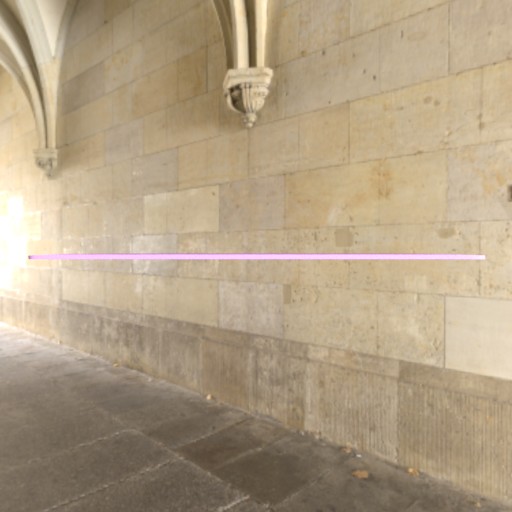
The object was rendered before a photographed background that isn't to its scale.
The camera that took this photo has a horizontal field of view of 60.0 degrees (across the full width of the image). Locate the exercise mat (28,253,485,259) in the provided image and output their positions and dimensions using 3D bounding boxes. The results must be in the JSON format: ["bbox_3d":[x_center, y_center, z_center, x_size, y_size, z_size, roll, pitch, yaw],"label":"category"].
[{"bbox_3d":[0.000,0.000,2.064,1.869,0.021,0.616,0,0,1],"label":"exercise mat"}]
